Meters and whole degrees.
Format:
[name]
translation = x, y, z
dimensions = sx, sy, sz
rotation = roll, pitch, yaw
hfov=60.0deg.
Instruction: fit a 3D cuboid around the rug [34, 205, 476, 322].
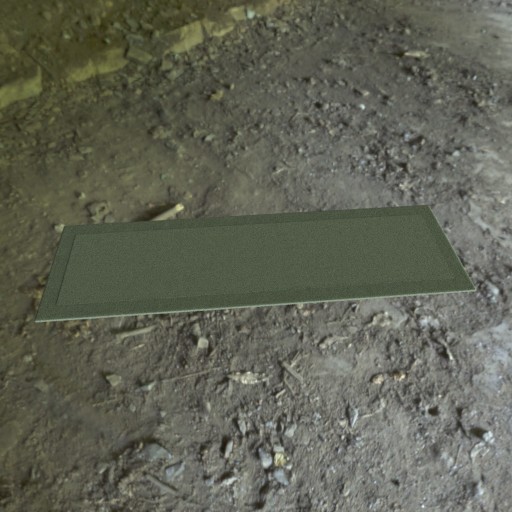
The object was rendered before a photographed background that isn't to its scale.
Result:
[rug]
translation = 0.000, 0.000, 2.684
dimensions = 2.430, 0.012, 0.759
rotation = -4, 46, -4
